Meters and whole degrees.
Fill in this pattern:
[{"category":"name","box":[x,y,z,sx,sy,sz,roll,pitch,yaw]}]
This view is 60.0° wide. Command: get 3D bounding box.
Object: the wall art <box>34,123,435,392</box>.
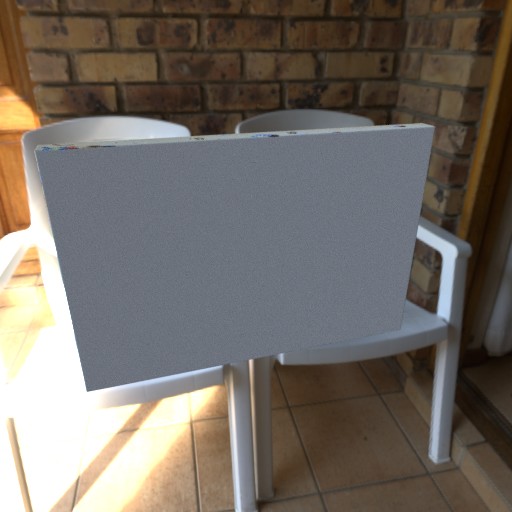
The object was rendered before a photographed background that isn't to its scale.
[{"category":"wall art","box":[0.000,0.000,1.108,0.894,0.595,0.057,-8,27,-15]}]
